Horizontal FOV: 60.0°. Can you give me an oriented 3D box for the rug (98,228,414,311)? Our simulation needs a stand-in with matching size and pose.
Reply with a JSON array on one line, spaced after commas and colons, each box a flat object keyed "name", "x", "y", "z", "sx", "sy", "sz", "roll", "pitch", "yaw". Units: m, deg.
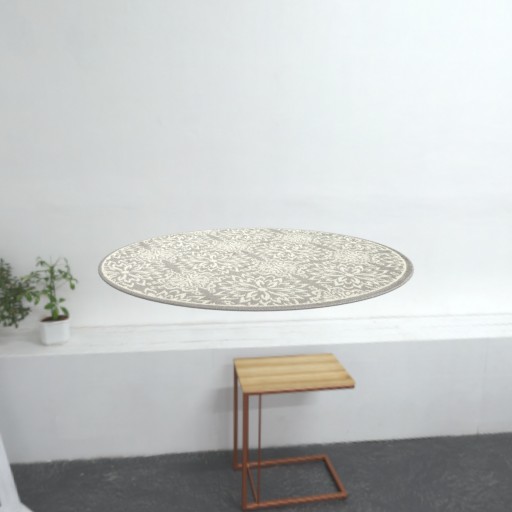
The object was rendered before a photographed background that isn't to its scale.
[{"name": "rug", "x": 0.000, "y": 0.000, "z": 2.363, "sx": 1.593, "sy": 0.012, "sz": 1.593, "roll": 0, "pitch": 14, "yaw": 0}]
